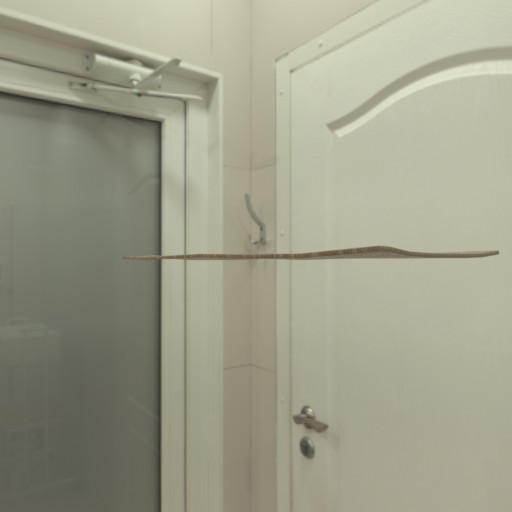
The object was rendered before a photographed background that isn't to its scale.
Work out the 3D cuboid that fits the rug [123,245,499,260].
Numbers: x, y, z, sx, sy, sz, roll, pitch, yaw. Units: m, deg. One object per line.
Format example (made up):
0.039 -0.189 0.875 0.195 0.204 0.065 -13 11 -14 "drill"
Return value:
0.000 0.000 2.630 0.752 0.051 2.452 0 -1 -36 "rug"
